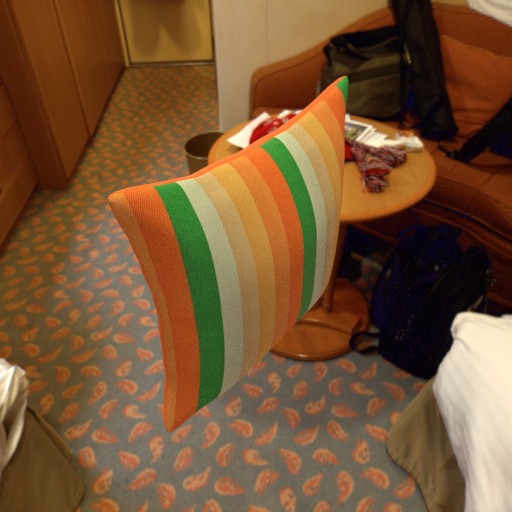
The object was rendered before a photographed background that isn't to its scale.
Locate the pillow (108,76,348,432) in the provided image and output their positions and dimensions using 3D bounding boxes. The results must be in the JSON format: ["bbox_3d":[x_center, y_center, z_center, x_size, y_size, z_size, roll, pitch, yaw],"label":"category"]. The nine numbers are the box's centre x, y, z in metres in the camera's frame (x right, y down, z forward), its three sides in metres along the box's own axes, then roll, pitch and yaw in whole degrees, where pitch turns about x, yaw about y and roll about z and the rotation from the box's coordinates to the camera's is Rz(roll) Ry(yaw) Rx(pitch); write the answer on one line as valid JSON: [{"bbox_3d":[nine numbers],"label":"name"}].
[{"bbox_3d":[0.000,0.000,0.703,0.169,0.444,0.453,27,47,29],"label":"pillow"}]
